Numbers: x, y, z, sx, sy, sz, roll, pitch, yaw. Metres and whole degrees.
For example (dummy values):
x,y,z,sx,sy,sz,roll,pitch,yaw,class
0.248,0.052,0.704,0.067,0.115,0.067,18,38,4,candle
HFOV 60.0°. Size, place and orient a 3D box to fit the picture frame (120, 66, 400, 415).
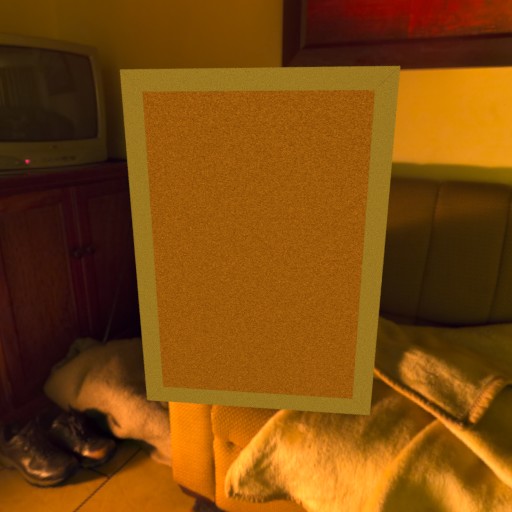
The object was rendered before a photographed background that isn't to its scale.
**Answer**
x,y,z,sx,sy,sz,roll,pitch,yaw,class
0.000,0.000,0.585,0.326,0.459,0.011,2,17,6,picture frame
